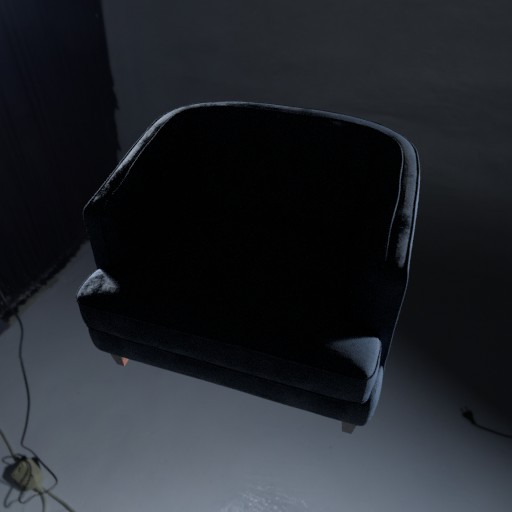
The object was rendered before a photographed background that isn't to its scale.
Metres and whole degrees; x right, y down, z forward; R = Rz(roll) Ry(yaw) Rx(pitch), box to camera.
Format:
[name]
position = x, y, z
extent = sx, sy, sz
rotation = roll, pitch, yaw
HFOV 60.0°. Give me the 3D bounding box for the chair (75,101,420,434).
[chair]
position = 0.000, 0.000, 1.728
extent = 1.094, 0.852, 0.940
rotation = 12, 42, 14
